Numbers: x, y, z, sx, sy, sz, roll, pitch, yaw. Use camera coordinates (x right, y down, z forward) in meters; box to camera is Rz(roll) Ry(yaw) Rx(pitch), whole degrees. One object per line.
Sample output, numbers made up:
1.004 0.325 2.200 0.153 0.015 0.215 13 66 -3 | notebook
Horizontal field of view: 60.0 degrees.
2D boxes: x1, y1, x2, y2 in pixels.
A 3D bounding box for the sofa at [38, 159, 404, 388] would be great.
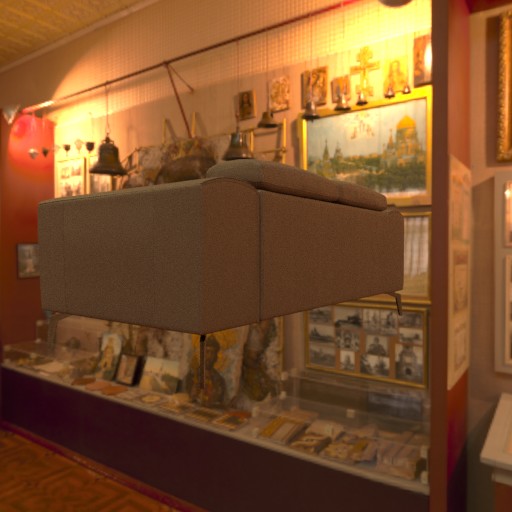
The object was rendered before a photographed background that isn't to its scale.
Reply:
0.000 0.000 2.375 1.003 0.779 1.895 1 1 37 | sofa
